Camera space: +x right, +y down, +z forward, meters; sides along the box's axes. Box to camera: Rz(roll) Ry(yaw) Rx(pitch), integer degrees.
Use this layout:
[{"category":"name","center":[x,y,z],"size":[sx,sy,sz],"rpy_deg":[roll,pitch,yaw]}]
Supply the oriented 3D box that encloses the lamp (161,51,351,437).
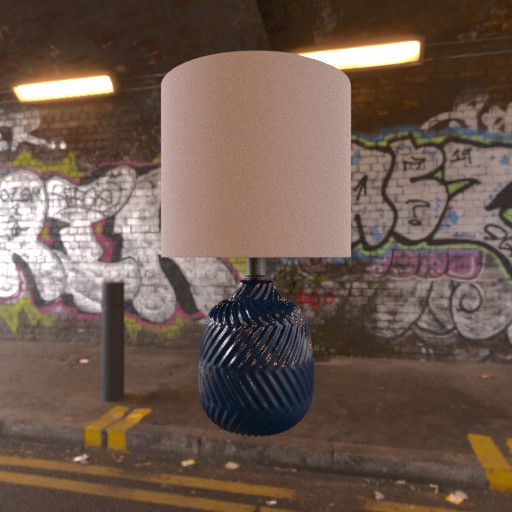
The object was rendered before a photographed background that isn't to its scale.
[{"category":"lamp","center":[0.000,0.000,0.486],"size":[0.203,0.368,0.203],"rpy_deg":[0,0,-36]}]
